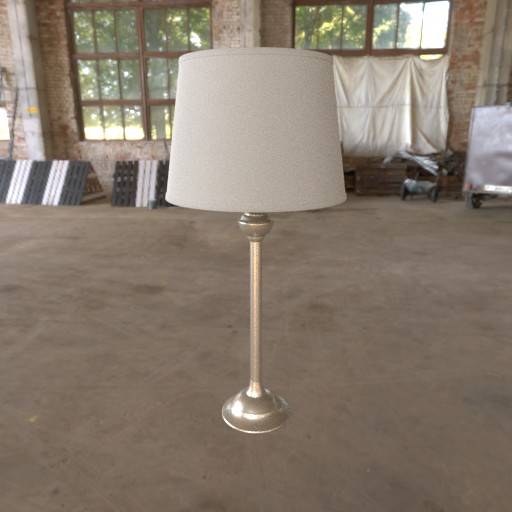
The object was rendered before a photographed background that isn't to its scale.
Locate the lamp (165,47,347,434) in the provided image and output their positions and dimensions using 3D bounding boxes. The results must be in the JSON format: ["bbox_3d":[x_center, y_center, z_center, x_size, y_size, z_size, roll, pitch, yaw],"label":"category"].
[{"bbox_3d":[0.000,0.000,0.857,0.331,0.698,0.331,0,16,0],"label":"lamp"}]
